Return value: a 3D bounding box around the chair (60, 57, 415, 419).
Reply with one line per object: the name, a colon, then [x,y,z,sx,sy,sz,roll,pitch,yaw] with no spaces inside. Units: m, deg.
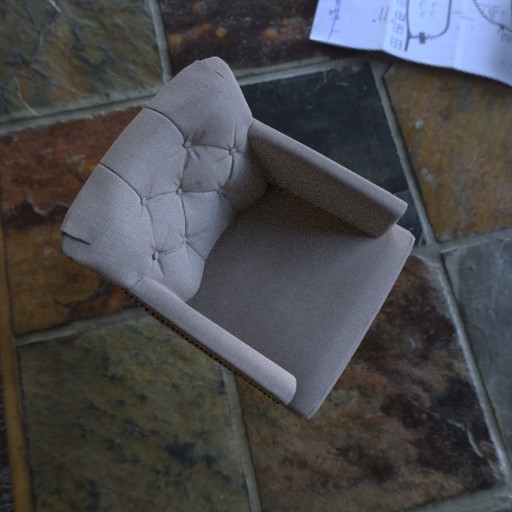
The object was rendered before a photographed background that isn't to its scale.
chair: [0.000,0.000,1.534,0.902,0.823,0.737,32,78,8]
